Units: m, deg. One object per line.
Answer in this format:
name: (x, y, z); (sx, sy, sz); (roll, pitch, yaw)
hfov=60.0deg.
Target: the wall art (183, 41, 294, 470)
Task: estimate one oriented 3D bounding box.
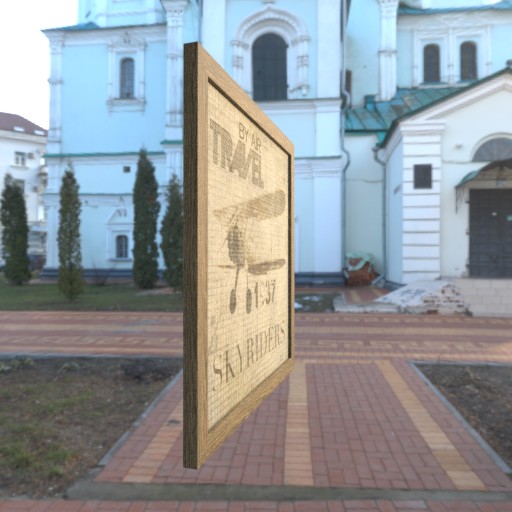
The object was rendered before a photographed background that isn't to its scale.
wall art: (0.000, 0.000, 0.770); (0.019, 0.508, 0.508); (0, 0, 18)
